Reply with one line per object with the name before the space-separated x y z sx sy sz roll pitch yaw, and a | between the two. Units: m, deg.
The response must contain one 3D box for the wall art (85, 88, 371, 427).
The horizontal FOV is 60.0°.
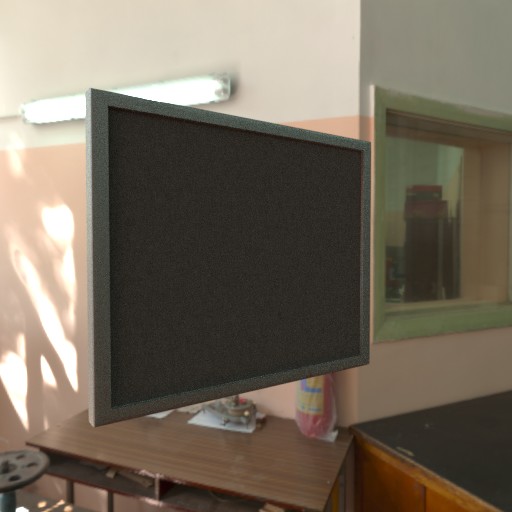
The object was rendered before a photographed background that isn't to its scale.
wall art | 0.000 0.000 0.764 0.556 0.457 0.028 -1 2 -35
